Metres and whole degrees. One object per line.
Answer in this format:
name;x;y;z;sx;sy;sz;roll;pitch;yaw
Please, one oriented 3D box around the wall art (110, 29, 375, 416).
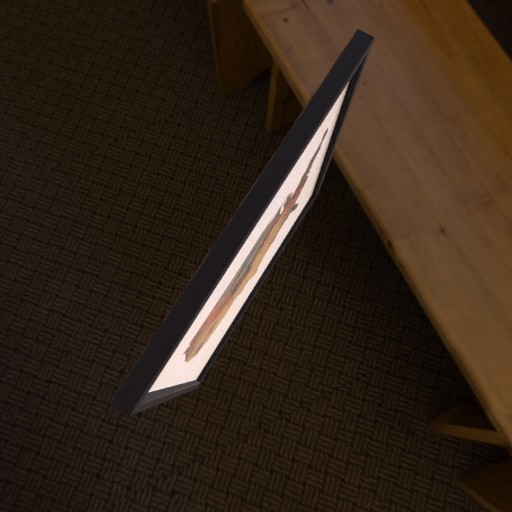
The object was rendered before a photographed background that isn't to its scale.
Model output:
wall art;0.000;0.000;0.437;0.015;0.303;0.304;31;78;7
